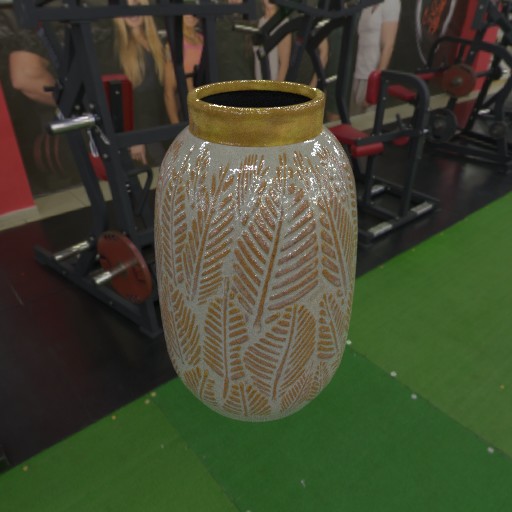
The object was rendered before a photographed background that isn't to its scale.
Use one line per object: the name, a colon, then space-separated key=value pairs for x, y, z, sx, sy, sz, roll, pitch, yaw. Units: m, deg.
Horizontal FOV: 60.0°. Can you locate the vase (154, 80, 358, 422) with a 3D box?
vase: x=0.000 y=0.000 z=0.382 sx=0.172 sy=0.270 sz=0.172 roll=0 pitch=32 yaw=0
